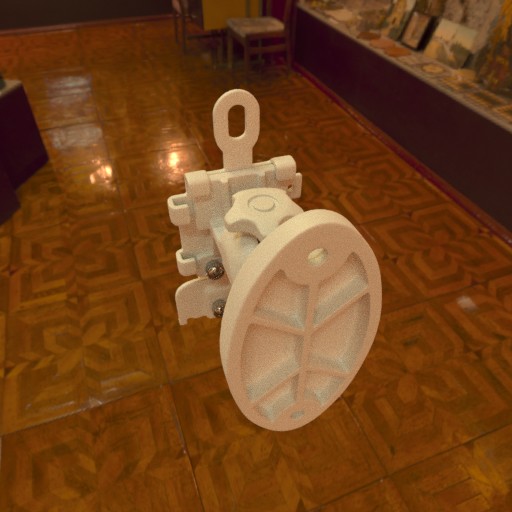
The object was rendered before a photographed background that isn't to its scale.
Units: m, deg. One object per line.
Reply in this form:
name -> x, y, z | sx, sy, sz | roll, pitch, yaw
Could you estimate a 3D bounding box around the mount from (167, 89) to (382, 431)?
mount -> 0.000, 0.000, 0.178 | 0.066, 0.118, 0.100 | -13, 44, -14
